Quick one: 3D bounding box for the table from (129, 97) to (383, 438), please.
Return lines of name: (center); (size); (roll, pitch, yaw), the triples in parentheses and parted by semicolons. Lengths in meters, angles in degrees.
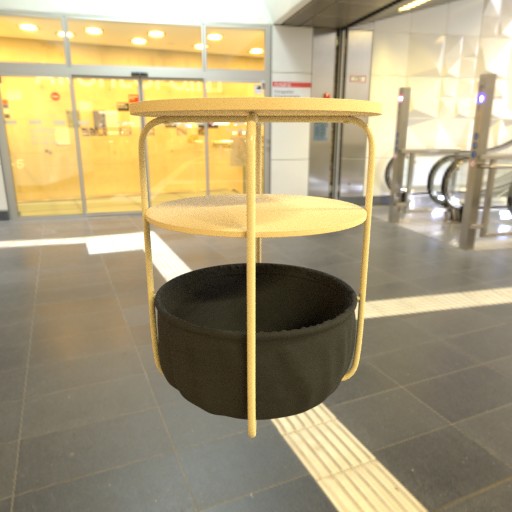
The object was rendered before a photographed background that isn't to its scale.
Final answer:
table: (0.000, 0.000, 0.830); (0.418, 0.532, 0.418); (-14, 21, -41)
